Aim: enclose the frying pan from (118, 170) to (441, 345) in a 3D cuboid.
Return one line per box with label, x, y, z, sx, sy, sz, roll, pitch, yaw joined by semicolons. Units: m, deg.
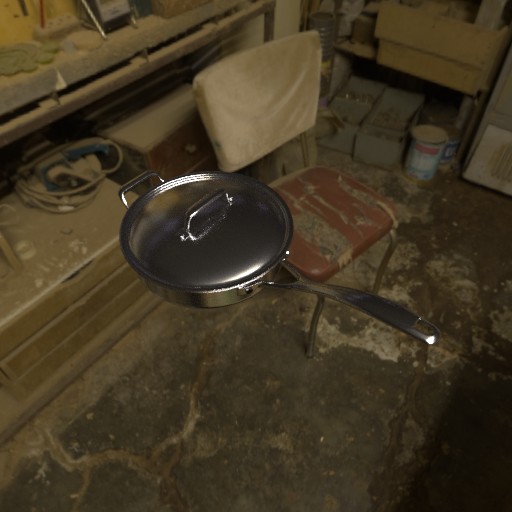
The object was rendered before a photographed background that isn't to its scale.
frying pan;0.000;0.000;0.679;0.561;0.114;0.280;31;54;25
